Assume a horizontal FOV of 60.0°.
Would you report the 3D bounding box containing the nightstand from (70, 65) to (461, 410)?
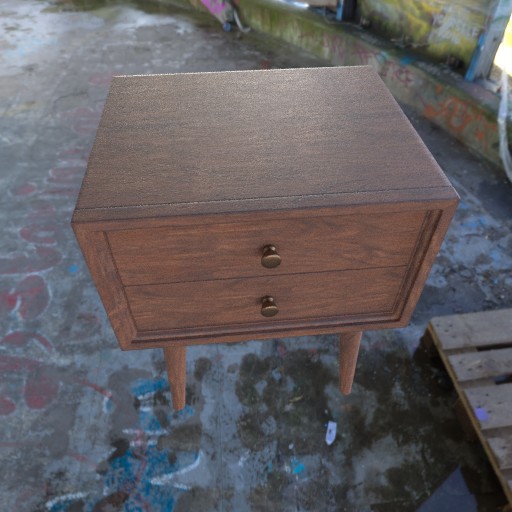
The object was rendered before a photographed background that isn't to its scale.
[{"bbox_3d":[0.000,0.000,0.949,0.521,0.607,0.445,-4,46,-4],"label":"nightstand"}]
